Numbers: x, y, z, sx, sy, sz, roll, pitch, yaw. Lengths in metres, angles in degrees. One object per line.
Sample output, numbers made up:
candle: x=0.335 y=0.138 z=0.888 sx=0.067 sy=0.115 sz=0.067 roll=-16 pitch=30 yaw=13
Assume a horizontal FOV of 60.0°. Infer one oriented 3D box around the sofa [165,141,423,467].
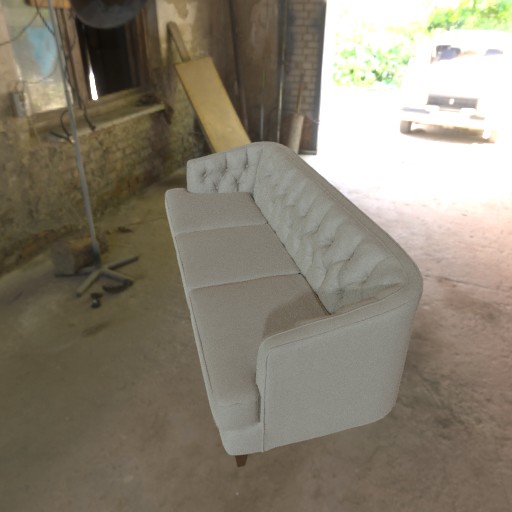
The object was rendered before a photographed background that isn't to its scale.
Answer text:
sofa: x=0.000 y=0.000 z=2.723 sx=0.941 sy=0.855 sz=2.278 roll=-8 pitch=31 yaw=-13
